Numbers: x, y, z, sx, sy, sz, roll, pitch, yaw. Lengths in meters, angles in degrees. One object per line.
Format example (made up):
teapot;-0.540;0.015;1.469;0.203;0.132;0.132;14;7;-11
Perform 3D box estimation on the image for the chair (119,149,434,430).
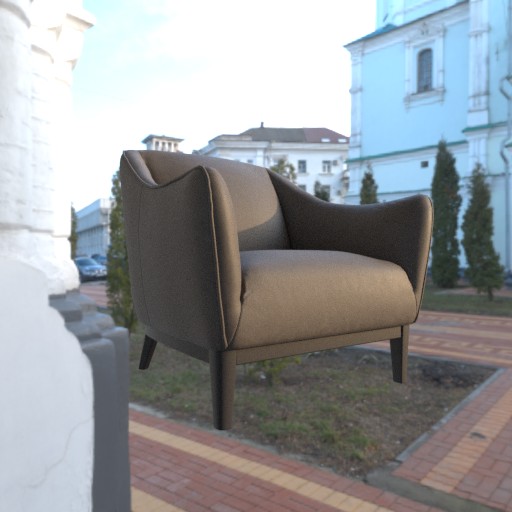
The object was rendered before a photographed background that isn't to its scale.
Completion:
chair;0.000;0.000;1.548;0.871;0.830;0.852;0;0;-35
